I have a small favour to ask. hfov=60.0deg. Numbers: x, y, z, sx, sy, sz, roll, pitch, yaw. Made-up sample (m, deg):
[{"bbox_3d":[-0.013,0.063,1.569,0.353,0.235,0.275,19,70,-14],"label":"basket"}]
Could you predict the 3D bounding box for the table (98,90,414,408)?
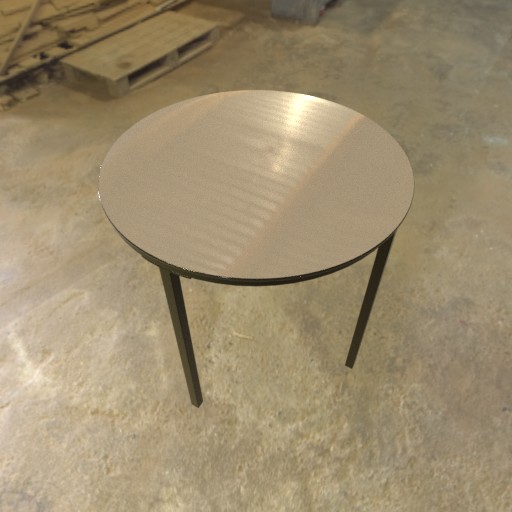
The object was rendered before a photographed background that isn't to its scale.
[{"bbox_3d":[0.000,0.000,0.879,0.499,0.443,0.499,0,47,0],"label":"table"}]
